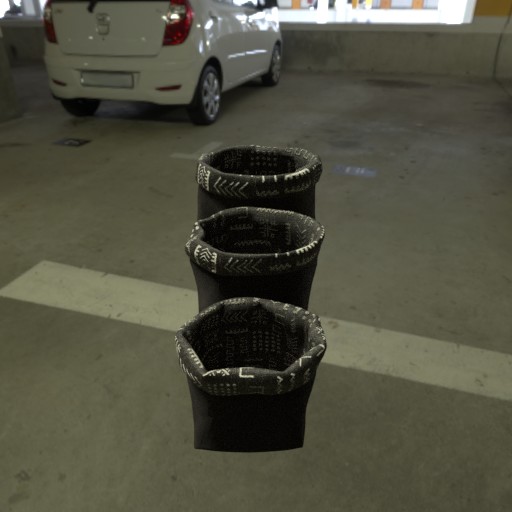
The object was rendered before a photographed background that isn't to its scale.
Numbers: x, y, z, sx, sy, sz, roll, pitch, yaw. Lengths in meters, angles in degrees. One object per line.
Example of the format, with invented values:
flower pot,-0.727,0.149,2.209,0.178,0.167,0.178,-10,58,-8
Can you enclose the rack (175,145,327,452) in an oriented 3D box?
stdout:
rack,0.000,0.000,1.094,0.379,0.323,0.905,0,30,1
